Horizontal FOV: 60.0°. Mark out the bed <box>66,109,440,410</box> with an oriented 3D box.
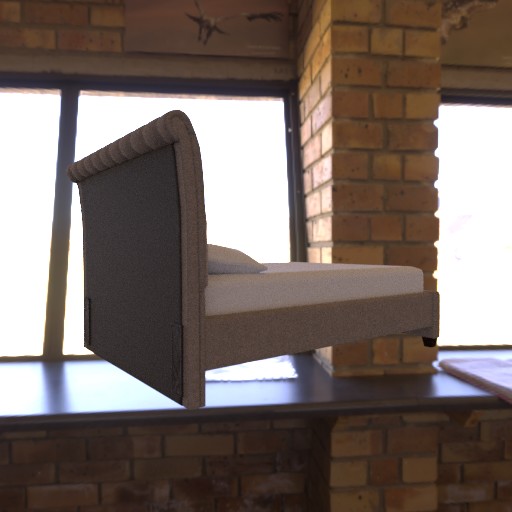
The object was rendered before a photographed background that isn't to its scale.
[{"bbox_3d":[0.000,0.000,3.287,2.252,1.371,1.645,-1,1,-37],"label":"bed"}]
